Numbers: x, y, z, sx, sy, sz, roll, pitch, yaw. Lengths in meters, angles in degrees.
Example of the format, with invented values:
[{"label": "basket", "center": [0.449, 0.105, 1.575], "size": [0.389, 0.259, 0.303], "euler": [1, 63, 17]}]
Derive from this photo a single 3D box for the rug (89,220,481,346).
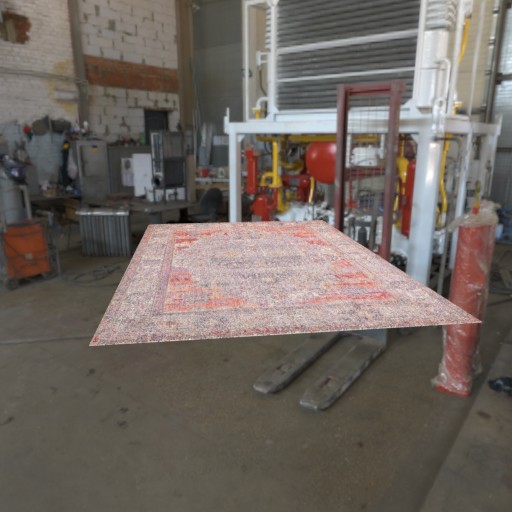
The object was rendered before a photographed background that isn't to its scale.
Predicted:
[{"label": "rug", "center": [0.000, 0.000, 2.223], "size": [1.219, 0.005, 1.829], "euler": [-2, 15, -8]}]
